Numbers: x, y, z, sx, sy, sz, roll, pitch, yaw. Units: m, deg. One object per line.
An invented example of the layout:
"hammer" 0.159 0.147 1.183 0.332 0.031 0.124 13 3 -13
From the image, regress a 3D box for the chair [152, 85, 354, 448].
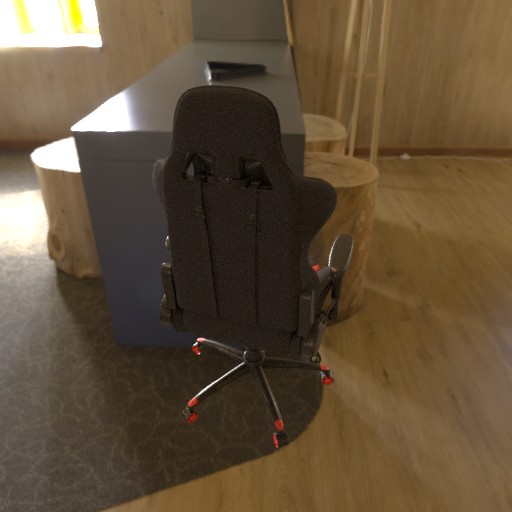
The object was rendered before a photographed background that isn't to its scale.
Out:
"chair" 0.000 0.000 1.676 0.695 1.326 0.658 10 34 15
